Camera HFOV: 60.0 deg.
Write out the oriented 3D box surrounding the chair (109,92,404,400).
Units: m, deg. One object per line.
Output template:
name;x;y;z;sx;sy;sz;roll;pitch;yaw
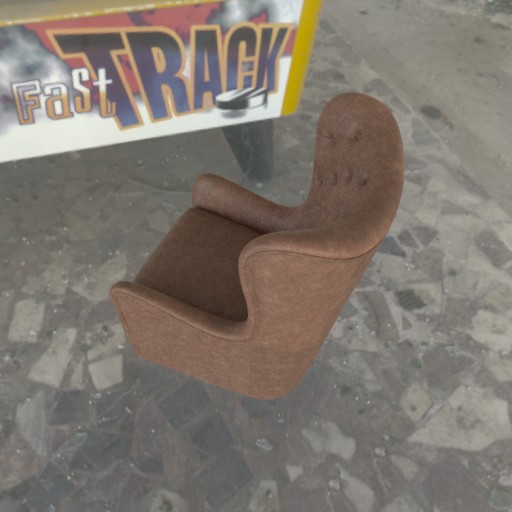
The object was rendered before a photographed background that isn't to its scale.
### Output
chair;0.000;0.000;1.759;0.930;1.079;0.831;16;49;14
